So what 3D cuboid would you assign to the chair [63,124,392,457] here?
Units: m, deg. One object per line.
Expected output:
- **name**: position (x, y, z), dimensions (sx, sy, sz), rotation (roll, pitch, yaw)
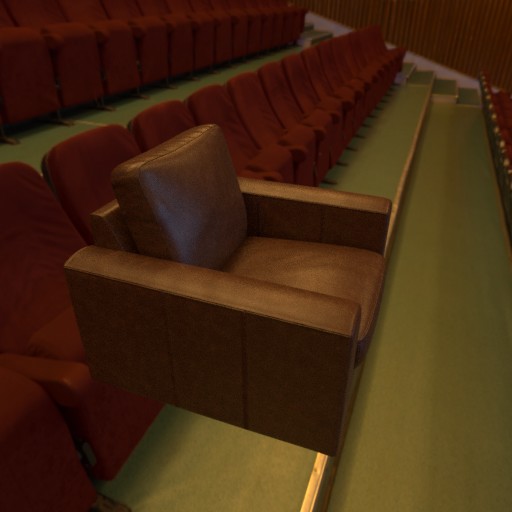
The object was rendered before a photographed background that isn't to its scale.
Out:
- **chair**: position (0.000, 0.000, 1.788), dimensions (1.016, 0.873, 1.005), rotation (11, 32, 18)
